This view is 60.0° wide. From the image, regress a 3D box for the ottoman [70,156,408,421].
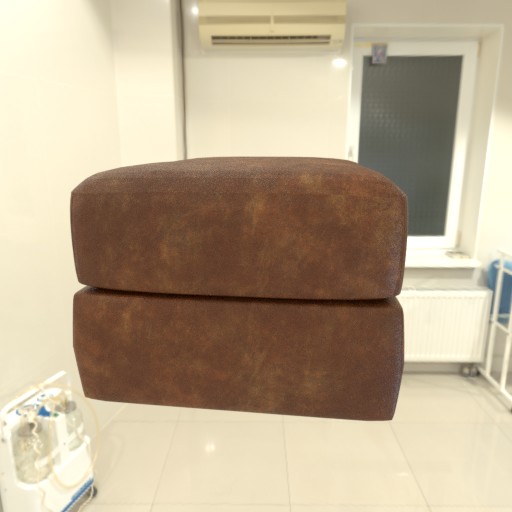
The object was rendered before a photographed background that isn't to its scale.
[{"bbox_3d":[0.000,0.000,1.109,0.603,0.476,0.751,2,14,7],"label":"ottoman"}]
